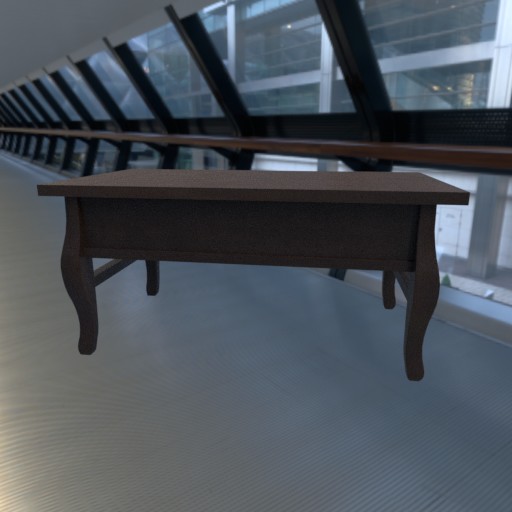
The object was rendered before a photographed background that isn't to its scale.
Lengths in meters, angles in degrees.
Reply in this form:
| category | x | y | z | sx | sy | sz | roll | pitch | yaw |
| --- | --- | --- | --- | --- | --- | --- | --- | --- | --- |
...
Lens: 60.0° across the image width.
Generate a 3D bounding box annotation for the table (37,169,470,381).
| category | x | y | z | sx | sy | sz | roll | pitch | yaw |
| --- | --- | --- | --- | --- | --- | --- | --- | --- | --- |
| table | 0.000 | 0.000 | 1.412 | 1.062 | 0.494 | 0.600 | 2 | 15 | 9 |
